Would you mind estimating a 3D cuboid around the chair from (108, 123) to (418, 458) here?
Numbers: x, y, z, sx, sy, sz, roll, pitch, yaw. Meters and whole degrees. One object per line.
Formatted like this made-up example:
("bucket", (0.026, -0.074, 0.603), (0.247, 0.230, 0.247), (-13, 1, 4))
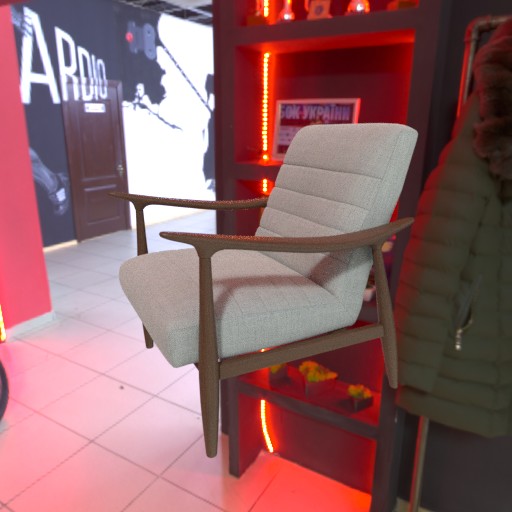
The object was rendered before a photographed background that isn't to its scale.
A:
("chair", (0.000, 0.000, 1.450), (0.798, 0.832, 0.741), (-8, 18, -26))
